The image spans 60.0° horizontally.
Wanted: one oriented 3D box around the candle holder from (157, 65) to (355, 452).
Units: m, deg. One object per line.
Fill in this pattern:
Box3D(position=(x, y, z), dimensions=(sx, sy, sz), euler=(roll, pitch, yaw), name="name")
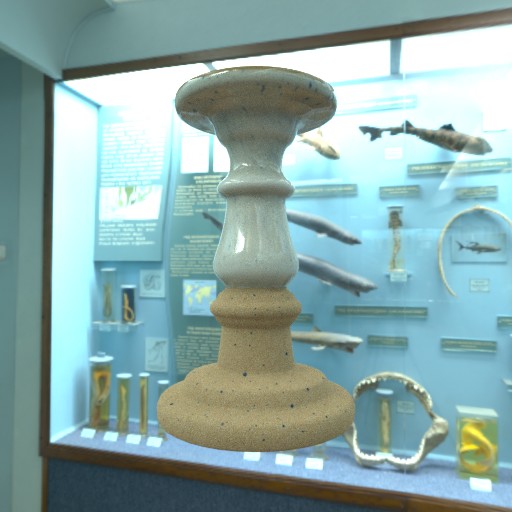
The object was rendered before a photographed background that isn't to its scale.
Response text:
Box3D(position=(0.000, 0.000, 0.284), dimensions=(0.123, 0.202, 0.123), euler=(0, -2, 0), name="candle holder")
